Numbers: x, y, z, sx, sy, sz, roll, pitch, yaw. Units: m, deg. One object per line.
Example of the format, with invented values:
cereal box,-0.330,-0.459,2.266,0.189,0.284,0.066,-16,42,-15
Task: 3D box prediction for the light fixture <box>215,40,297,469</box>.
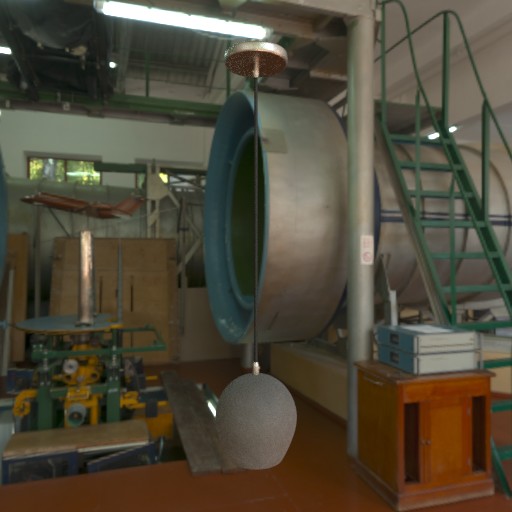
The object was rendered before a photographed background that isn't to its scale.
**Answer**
light fixture,0.000,0.000,0.839,0.153,0.760,0.153,0,0,17
